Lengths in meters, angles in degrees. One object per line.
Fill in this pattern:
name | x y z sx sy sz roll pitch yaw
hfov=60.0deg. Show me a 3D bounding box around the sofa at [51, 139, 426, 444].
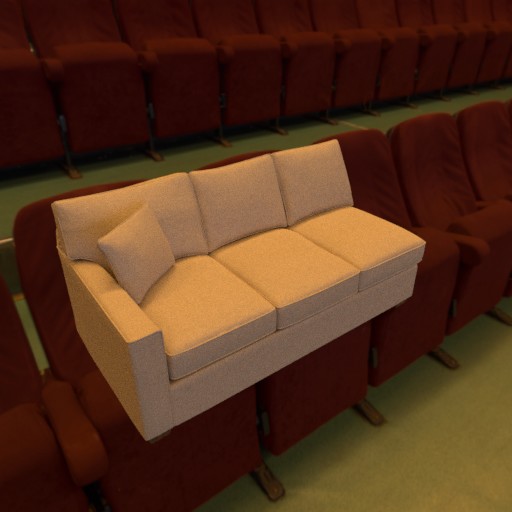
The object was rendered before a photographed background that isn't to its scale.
sofa | 0.000 0.000 2.625 1.962 0.946 1.034 -20 35 -31
